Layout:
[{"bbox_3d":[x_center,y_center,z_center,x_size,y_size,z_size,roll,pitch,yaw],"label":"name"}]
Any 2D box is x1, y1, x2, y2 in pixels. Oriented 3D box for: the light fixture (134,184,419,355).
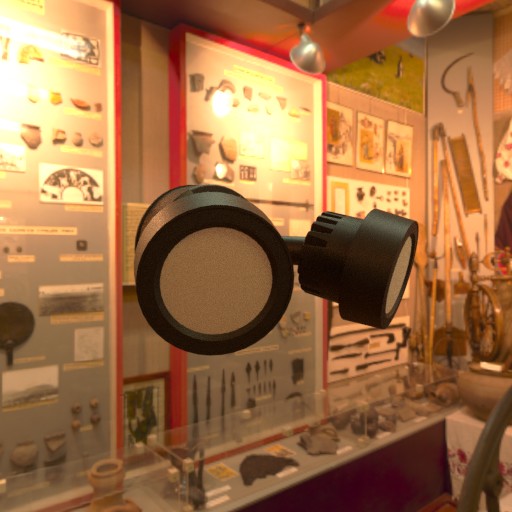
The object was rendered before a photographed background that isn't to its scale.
[{"bbox_3d":[0.000,0.000,0.307,0.213,0.120,0.168,0,0,-37],"label":"light fixture"}]
